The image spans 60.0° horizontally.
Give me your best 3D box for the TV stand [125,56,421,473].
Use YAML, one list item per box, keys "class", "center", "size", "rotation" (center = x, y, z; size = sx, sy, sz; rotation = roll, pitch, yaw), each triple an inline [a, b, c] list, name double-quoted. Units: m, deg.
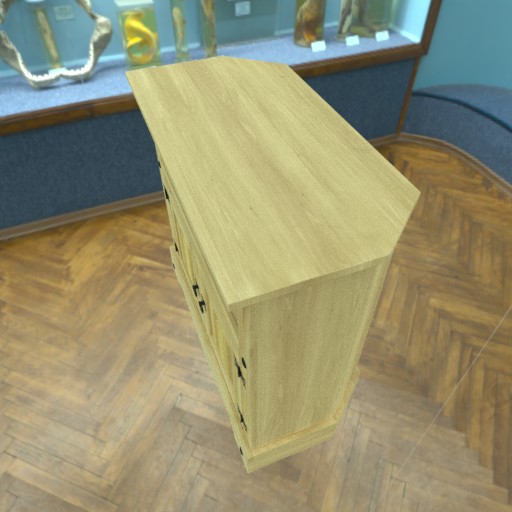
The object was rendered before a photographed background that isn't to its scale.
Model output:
- class: "TV stand"
  center: [0.000, 0.000, 1.262]
  size: [0.425, 0.781, 0.851]
  rotation: [-16, 48, -15]
